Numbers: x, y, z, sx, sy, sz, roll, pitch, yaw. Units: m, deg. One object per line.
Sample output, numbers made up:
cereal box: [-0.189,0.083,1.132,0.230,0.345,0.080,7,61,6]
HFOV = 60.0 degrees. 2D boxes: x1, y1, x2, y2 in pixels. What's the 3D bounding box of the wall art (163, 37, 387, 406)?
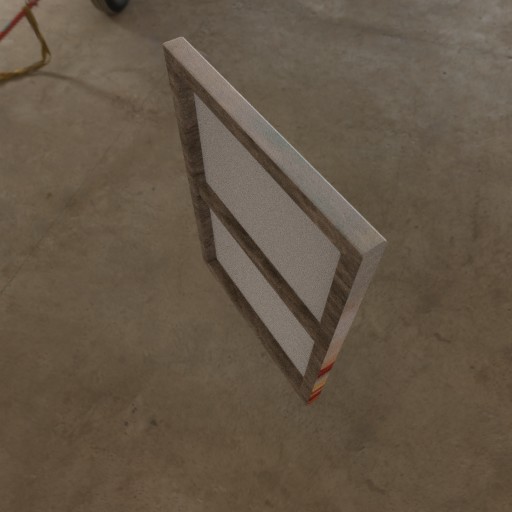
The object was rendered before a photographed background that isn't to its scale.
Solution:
wall art: [0.000,0.000,0.806,0.035,0.605,0.443,-29,62,-17]
